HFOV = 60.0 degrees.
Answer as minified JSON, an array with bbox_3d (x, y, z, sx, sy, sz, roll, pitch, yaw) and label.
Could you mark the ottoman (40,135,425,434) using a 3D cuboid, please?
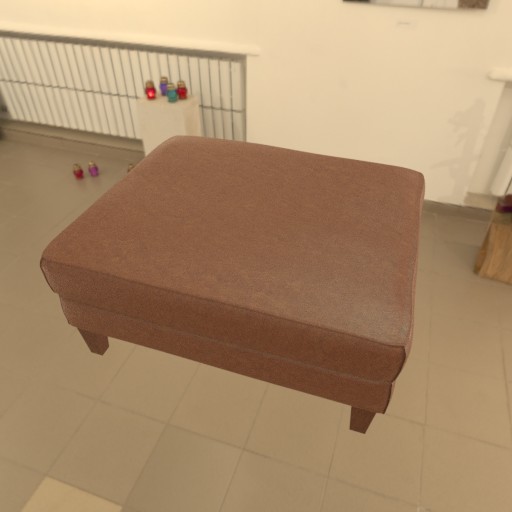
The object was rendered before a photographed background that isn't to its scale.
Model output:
[{"bbox_3d":[0.000,0.000,1.474,0.987,0.472,0.836,12,41,14],"label":"ottoman"}]
